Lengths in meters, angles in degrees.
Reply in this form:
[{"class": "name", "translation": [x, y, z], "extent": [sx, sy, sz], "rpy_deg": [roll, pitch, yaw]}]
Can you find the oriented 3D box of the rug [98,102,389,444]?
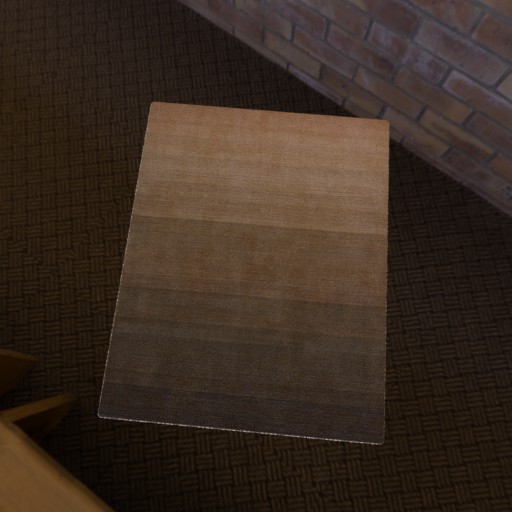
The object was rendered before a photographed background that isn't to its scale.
[{"class": "rug", "translation": [0.000, 0.000, 3.904], "extent": [2.305, 0.017, 2.902], "rpy_deg": [5, 75, 1]}]
